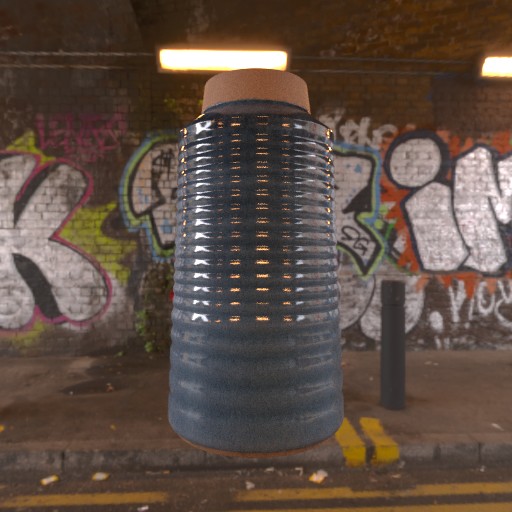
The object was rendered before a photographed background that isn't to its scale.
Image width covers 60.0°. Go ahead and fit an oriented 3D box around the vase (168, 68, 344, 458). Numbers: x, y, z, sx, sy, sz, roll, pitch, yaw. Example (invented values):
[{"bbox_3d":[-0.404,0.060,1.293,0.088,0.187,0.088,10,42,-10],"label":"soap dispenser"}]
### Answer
[{"bbox_3d":[0.000,0.000,0.419,0.163,0.316,0.163,0,0,0],"label":"vase"}]
